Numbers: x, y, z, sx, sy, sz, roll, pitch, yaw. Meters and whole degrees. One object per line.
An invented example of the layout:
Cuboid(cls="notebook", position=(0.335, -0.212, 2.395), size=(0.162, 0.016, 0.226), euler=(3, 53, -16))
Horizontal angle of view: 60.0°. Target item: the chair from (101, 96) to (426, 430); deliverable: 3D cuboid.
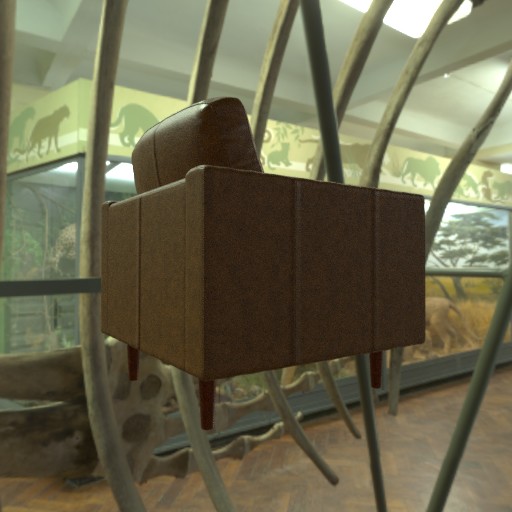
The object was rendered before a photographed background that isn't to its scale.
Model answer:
Cuboid(cls="chair", position=(0.000, 0.000, 1.675), size=(0.909, 0.956, 0.890), euler=(0, -1, -34))
